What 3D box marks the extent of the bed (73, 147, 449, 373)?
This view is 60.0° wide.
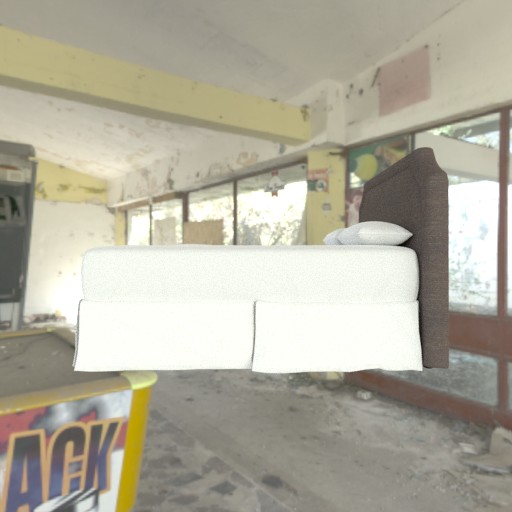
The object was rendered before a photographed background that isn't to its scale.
[{"bbox_3d":[0.000,0.000,3.240,2.116,1.290,1.693,0,0,0],"label":"bed"}]
